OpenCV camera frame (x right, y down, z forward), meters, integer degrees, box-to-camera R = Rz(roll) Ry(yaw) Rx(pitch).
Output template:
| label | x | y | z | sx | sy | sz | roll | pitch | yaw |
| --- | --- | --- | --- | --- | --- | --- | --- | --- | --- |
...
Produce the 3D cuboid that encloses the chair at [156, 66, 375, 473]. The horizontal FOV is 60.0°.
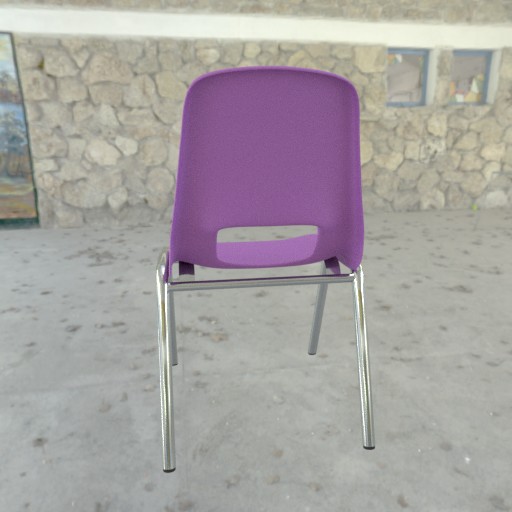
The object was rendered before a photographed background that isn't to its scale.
| label | x | y | z | sx | sy | sz | roll | pitch | yaw |
| --- | --- | --- | --- | --- | --- | --- | --- | --- | --- |
| chair | 0.000 | 0.000 | 0.671 | 0.291 | 0.493 | 0.301 | -2 | 15 | -9 |
